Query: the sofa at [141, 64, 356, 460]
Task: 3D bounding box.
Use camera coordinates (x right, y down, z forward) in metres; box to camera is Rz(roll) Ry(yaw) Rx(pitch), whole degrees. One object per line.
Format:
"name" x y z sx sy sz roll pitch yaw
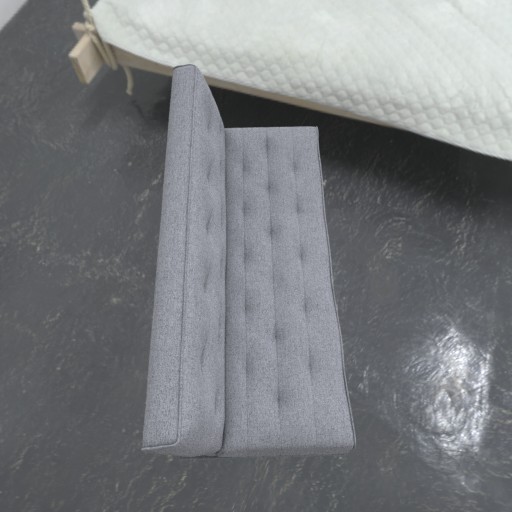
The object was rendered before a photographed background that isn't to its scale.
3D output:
"sofa" 0.000 0.000 2.214 0.810 0.830 1.820 -1 63 -1
